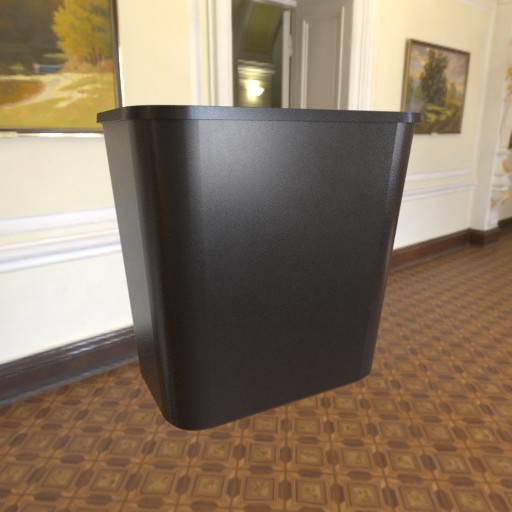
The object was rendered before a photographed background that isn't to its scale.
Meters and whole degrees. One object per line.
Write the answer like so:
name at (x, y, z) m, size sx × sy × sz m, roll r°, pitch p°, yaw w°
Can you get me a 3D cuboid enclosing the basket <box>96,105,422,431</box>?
basket at (0.000, 0.000, 0.502) m, size 0.300 × 0.307 × 0.211 m, roll -8°, pitch 17°, yaw -27°
